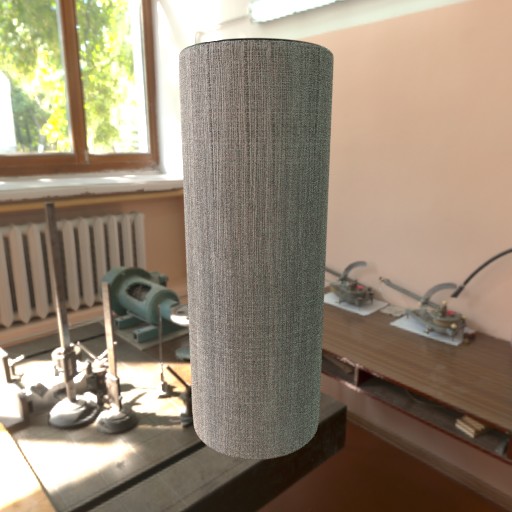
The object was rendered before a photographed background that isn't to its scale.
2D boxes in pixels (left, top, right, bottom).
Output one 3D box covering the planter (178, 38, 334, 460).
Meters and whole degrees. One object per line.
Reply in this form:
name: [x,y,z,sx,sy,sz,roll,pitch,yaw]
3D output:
planter: [0.000,0.000,0.322,0.100,0.270,0.100,-2,14,-8]
